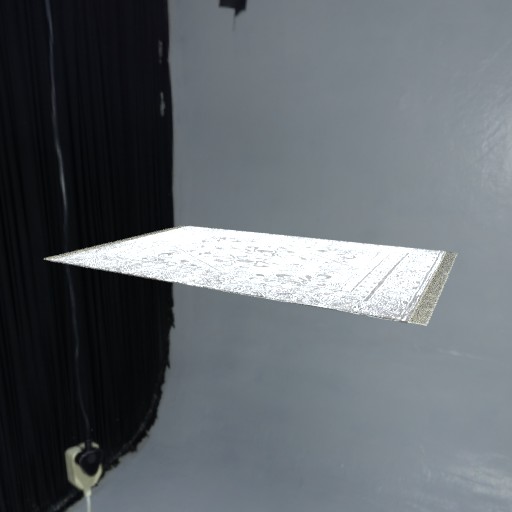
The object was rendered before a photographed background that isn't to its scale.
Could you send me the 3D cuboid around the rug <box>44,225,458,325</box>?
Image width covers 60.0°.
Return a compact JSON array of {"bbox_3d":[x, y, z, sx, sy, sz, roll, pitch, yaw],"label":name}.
[{"bbox_3d":[0.000,0.000,3.061,2.440,0.010,1.529,7,15,27],"label":"rug"}]
